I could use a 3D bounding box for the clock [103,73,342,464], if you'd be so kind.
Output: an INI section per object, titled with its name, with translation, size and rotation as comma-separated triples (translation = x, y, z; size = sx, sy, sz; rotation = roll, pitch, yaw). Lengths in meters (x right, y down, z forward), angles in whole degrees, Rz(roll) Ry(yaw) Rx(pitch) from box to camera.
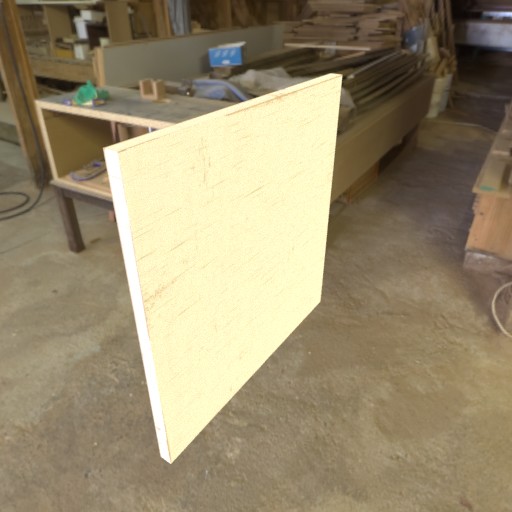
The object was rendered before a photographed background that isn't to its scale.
[clock]
translation = 0.000, 0.000, 1.042
size = 0.032, 0.705, 0.705
rotation = 20, 37, 29
